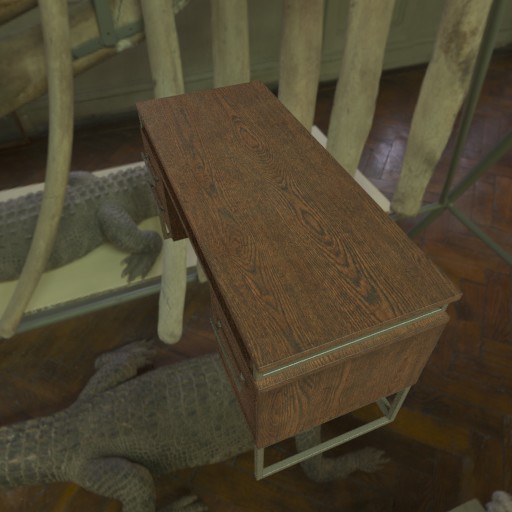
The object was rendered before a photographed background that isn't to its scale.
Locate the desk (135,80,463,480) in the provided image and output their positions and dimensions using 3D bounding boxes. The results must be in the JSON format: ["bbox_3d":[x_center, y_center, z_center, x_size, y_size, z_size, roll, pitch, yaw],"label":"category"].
[{"bbox_3d":[0.000,0.000,1.815,0.610,0.792,1.384,-16,48,-15],"label":"desk"}]
